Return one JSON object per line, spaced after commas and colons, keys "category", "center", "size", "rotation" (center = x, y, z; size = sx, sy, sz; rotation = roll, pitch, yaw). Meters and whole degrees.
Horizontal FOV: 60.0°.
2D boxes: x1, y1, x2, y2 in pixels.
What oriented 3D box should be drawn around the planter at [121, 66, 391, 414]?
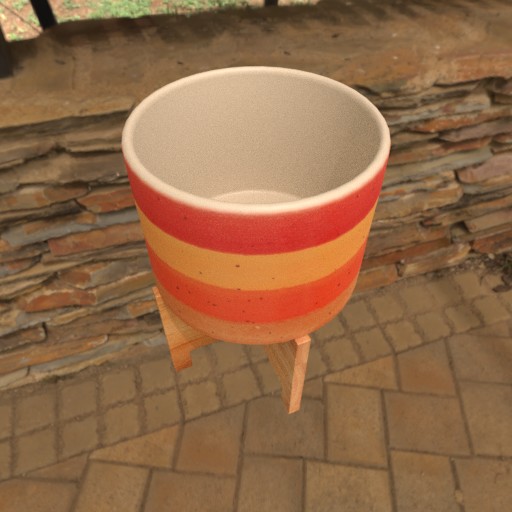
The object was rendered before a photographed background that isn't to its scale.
{"category": "planter", "center": [0.000, 0.000, 0.567], "size": [0.269, 0.379, 0.269], "rotation": [0, 47, 0]}
